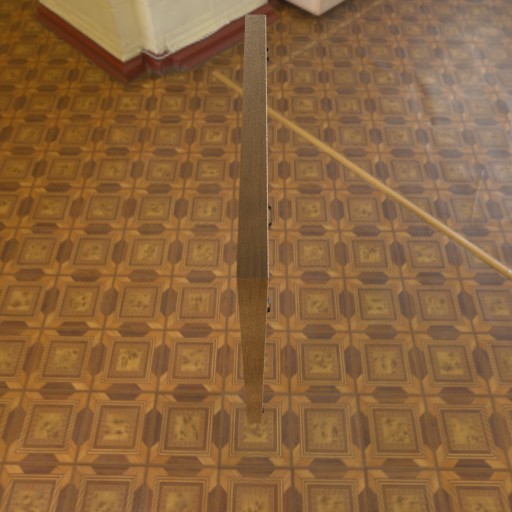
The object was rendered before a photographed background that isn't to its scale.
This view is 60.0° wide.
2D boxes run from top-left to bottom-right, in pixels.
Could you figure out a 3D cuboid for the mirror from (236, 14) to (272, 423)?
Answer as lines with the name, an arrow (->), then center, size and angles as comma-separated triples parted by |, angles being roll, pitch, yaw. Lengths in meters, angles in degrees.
mirror -> 0.000, 0.000, 0.906 | 0.039, 0.711, 0.508 | 0, 58, 0
